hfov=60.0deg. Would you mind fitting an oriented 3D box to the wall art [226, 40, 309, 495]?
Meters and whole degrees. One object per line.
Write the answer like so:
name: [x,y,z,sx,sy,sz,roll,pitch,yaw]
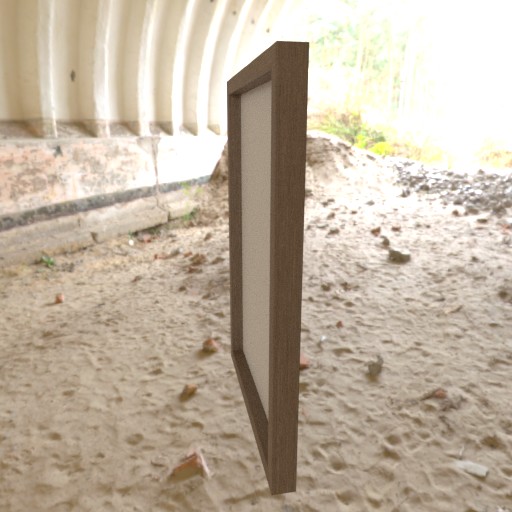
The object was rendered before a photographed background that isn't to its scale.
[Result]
wall art: [0.000,0.000,0.646,0.032,0.510,0.358,-3,16,-11]
